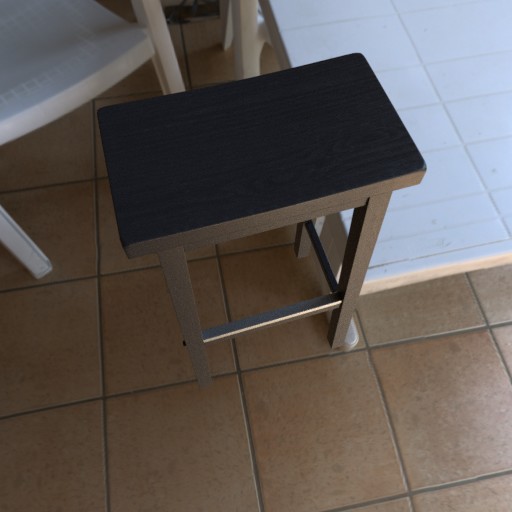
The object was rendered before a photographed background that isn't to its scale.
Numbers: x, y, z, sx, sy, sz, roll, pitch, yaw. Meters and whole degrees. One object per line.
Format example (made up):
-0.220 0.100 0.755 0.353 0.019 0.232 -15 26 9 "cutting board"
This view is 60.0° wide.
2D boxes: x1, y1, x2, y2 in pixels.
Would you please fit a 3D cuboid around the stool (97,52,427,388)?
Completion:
0.000 0.000 0.935 0.406 0.742 0.322 -15 65 -7 "stool"
